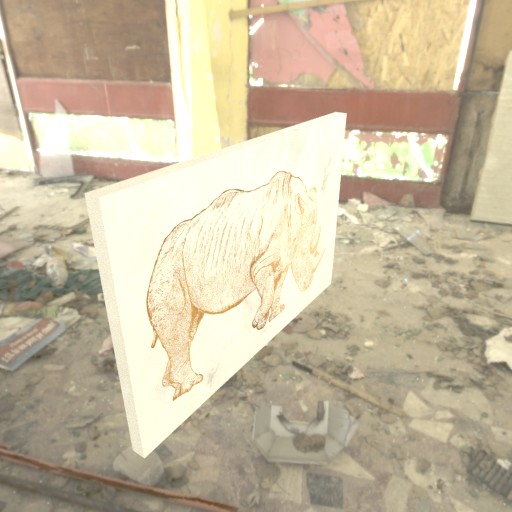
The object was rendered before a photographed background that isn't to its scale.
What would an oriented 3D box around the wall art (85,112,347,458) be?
[{"bbox_3d":[0.000,0.000,1.183,0.038,0.610,0.915,18,33,31],"label":"wall art"}]
